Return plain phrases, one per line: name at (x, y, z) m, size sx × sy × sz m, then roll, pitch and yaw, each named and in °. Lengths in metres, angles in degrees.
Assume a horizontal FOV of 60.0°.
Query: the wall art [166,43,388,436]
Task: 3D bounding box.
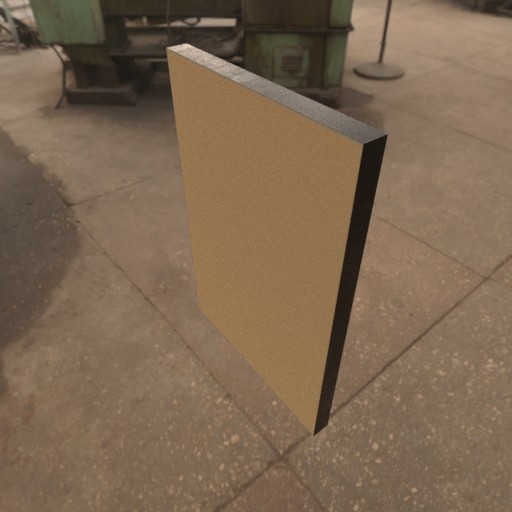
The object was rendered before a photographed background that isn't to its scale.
wall art at (0.000, 0.000, 0.591) m, size 0.031 × 0.457 × 0.313 m, roll -27°, pitch 47°, yaw -27°
